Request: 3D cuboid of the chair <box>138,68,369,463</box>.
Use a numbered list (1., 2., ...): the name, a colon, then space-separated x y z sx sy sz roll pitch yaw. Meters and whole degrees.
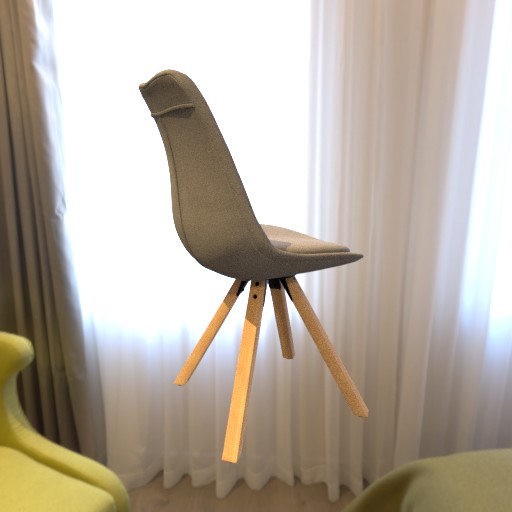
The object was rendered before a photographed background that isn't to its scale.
1. chair: 0.000 0.000 1.186 0.549 0.863 0.474 -6 15 -26
